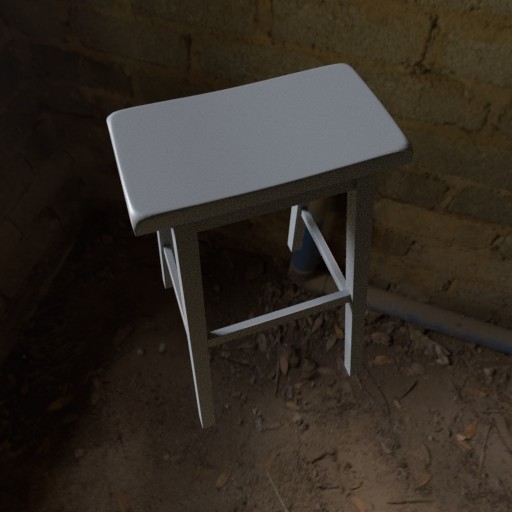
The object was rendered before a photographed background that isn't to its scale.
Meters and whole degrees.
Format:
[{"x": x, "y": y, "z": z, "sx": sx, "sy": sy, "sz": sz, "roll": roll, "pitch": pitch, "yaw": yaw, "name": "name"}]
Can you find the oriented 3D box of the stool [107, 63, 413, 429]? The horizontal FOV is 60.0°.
[{"x": 0.000, "y": 0.000, "z": 1.015, "sx": 0.457, "sy": 0.737, "sz": 0.476, "roll": -16, "pitch": 58, "yaw": -10, "name": "stool"}]
